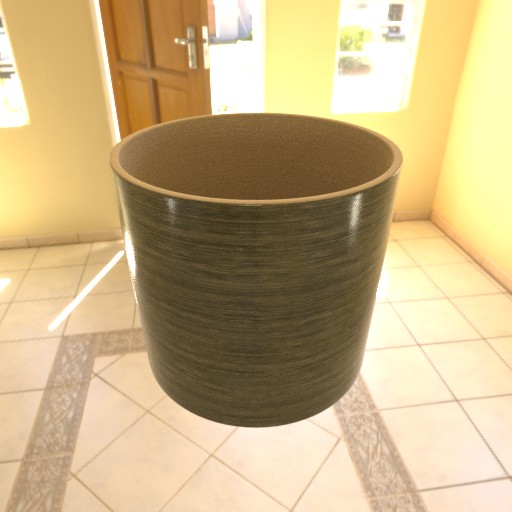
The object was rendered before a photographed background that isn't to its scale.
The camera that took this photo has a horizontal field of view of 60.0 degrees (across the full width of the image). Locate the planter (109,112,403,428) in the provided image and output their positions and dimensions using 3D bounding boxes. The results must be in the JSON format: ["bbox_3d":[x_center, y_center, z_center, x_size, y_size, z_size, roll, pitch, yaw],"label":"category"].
[{"bbox_3d":[0.000,0.000,0.398,0.221,0.201,0.221,0,31,0],"label":"planter"}]
